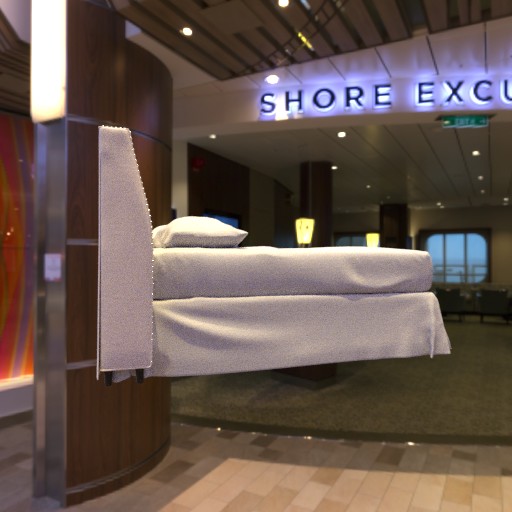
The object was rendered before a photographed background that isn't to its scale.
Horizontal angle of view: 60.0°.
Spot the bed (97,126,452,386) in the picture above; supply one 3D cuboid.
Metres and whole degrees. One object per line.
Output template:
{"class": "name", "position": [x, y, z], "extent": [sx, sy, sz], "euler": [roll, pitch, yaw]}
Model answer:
{"class": "bed", "position": [0.000, 0.000, 3.443], "extent": [2.276, 1.332, 1.925], "euler": [0, 0, -18]}
